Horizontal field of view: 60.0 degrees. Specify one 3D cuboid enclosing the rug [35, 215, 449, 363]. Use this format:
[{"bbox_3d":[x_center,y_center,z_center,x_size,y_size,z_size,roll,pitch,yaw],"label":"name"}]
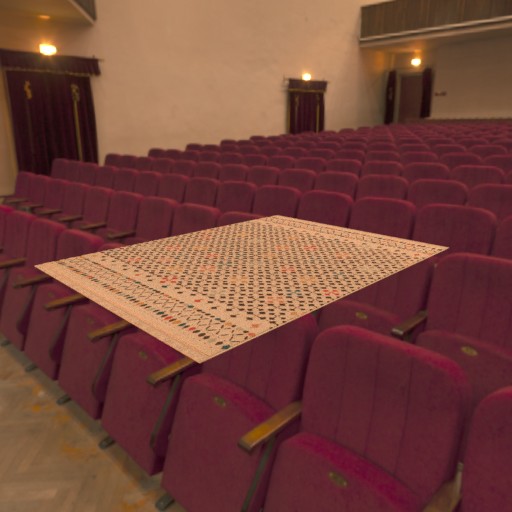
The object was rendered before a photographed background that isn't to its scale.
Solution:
[{"bbox_3d":[0.000,0.000,2.049,1.146,0.006,1.556,16,23,43],"label":"rug"}]
